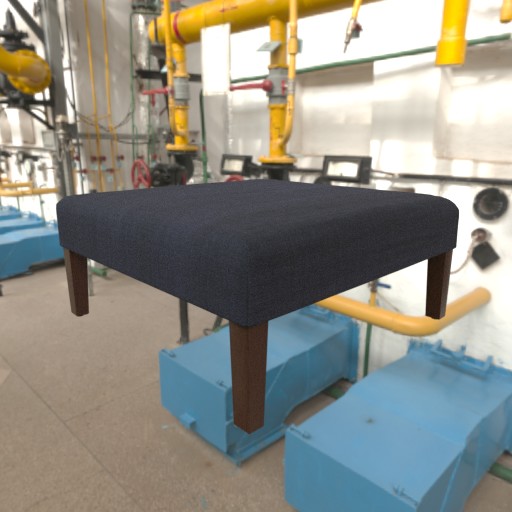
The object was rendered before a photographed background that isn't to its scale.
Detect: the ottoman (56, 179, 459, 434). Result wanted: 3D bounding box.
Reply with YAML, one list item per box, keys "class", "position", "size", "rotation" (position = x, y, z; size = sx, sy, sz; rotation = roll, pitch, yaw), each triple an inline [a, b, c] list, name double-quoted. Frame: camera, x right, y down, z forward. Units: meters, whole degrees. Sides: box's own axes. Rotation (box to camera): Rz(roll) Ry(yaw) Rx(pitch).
- class: "ottoman"
  position: [0.000, 0.000, 1.399]
  size: [0.890, 0.411, 0.889]
  rotation: [-14, 20, -42]
